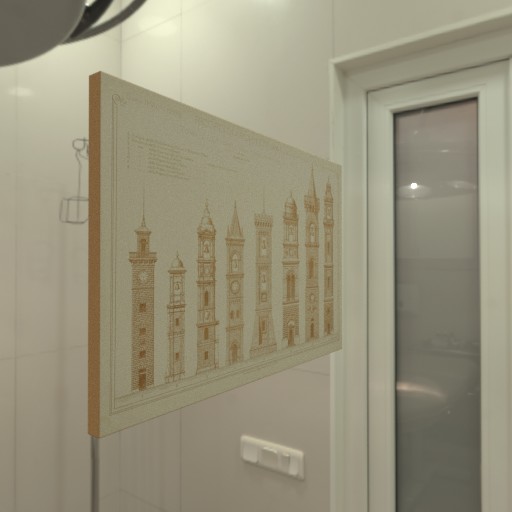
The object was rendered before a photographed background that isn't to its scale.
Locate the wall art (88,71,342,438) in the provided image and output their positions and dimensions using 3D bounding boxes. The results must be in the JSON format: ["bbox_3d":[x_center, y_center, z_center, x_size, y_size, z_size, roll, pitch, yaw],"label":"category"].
[{"bbox_3d":[0.000,0.000,1.111,0.033,0.608,0.915,0,-1,36],"label":"wall art"}]
